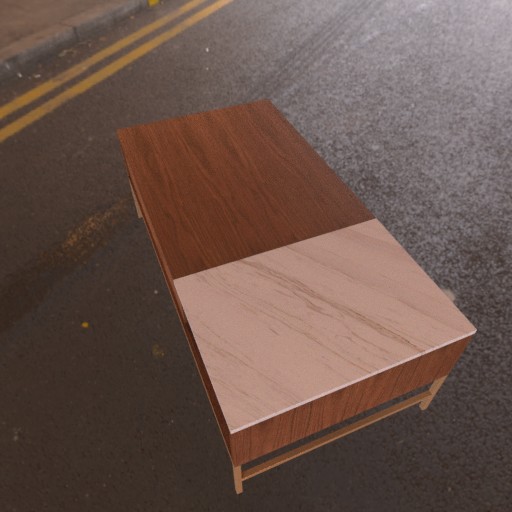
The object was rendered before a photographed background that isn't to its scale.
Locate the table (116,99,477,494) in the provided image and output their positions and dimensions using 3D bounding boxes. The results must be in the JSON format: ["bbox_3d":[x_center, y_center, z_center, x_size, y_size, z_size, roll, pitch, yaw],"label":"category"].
[{"bbox_3d":[0.000,0.000,1.918,0.789,0.551,1.553,-17,49,-15],"label":"table"}]
